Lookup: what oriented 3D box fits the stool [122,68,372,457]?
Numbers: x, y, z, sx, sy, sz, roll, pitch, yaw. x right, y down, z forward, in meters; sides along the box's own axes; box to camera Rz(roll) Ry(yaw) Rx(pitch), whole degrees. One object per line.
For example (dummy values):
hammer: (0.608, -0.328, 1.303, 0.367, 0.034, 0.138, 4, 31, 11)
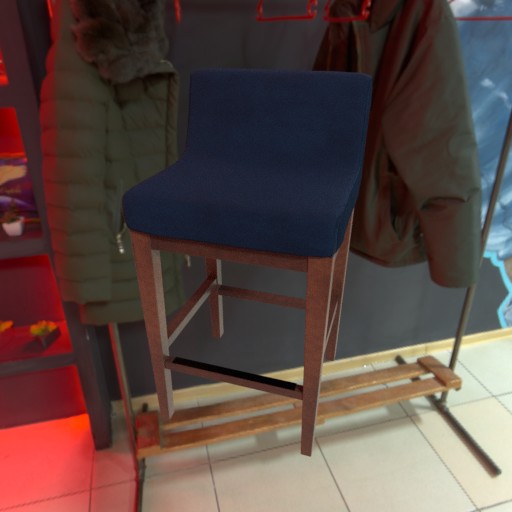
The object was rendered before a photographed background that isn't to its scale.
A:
stool: (0.000, 0.000, 1.255, 0.511, 0.945, 0.516, 8, 29, 16)
